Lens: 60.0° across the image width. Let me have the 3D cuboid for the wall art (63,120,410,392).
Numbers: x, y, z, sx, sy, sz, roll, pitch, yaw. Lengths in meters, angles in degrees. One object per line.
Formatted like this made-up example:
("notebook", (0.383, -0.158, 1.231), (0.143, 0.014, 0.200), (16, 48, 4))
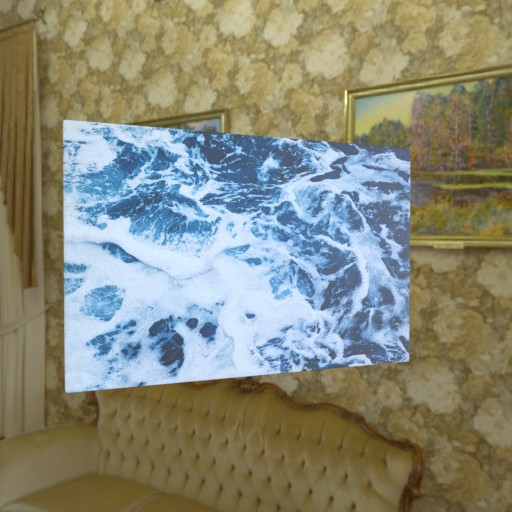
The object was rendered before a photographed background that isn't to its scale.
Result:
("wall art", (0.000, 0.000, 1.149), (0.915, 0.610, 0.042), (0, 1, -18))
